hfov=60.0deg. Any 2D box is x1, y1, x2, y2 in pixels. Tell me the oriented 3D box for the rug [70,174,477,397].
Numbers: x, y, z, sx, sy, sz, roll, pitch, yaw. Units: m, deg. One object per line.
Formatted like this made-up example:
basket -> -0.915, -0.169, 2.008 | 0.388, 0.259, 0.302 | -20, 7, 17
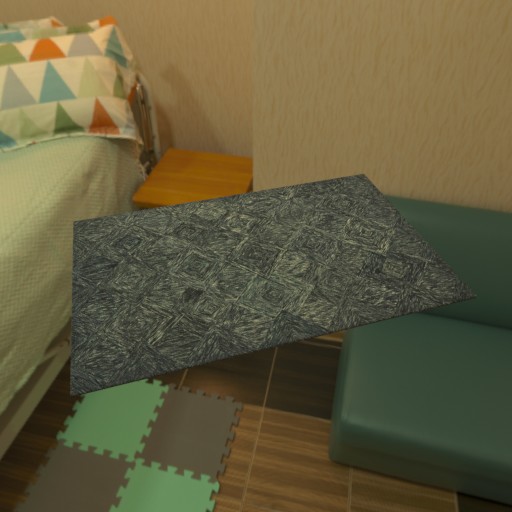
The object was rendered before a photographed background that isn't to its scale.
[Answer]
rug -> 0.000, 0.000, 2.941 | 2.330, 0.017, 1.478 | -11, 43, -12
